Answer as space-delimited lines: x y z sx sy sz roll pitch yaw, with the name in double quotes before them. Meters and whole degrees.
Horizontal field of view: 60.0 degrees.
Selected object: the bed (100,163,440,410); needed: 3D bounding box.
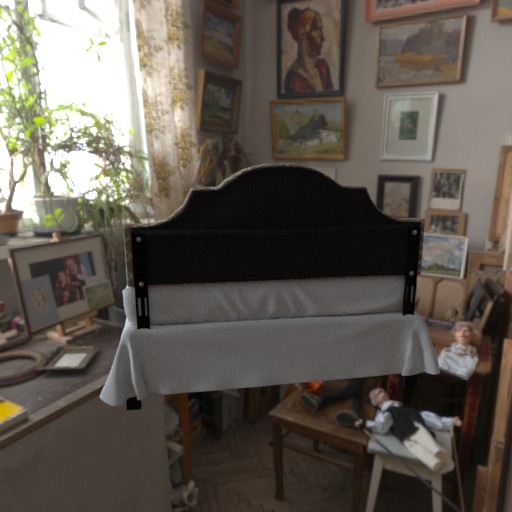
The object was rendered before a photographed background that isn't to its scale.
"bed" 0.000 0.000 3.846 2.314 1.601 2.222 -2 13 -8
